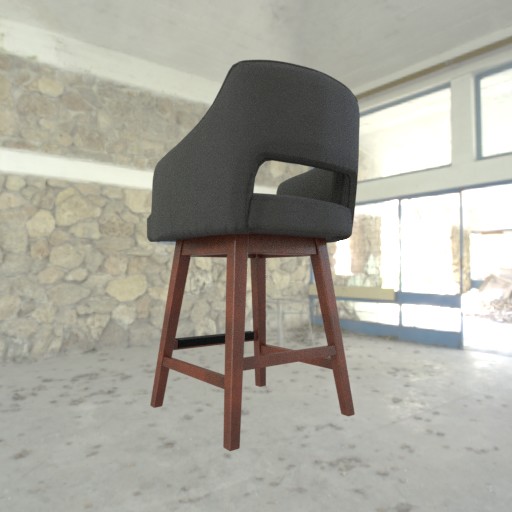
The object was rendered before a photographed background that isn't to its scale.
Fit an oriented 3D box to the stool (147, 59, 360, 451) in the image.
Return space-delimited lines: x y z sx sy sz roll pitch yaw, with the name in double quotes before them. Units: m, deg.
"stool" 0.000 0.000 1.302 0.548 0.912 0.558 2 -3 -37
